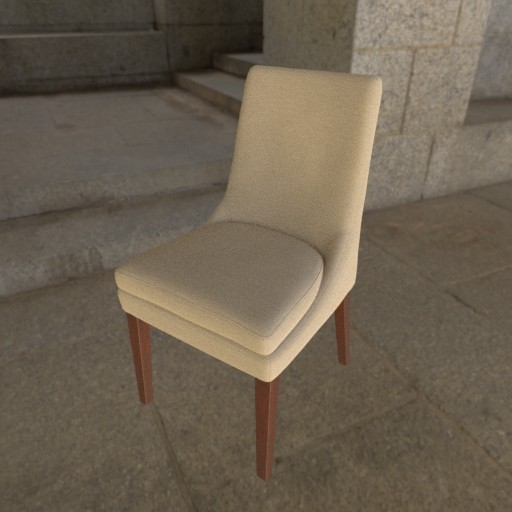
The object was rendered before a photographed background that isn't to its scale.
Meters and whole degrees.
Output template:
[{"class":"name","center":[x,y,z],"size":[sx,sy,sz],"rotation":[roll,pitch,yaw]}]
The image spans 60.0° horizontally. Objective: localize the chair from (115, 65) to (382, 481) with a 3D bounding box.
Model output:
[{"class":"chair","center":[0.000,0.000,1.278],"size":[0.515,0.940,0.638],"rotation":[19,35,29]}]
